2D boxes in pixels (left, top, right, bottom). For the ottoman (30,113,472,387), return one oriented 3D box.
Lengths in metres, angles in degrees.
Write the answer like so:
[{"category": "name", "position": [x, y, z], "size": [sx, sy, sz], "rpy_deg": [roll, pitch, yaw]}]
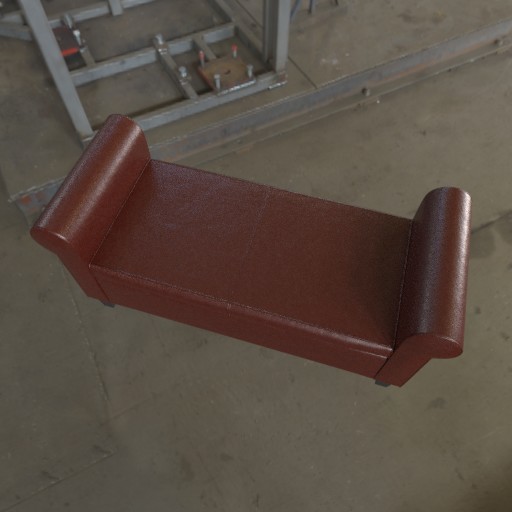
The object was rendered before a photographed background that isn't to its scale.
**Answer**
[{"category": "ottoman", "position": [0.000, 0.000, 1.533], "size": [1.256, 0.547, 0.521], "rpy_deg": [14, 60, 9]}]
